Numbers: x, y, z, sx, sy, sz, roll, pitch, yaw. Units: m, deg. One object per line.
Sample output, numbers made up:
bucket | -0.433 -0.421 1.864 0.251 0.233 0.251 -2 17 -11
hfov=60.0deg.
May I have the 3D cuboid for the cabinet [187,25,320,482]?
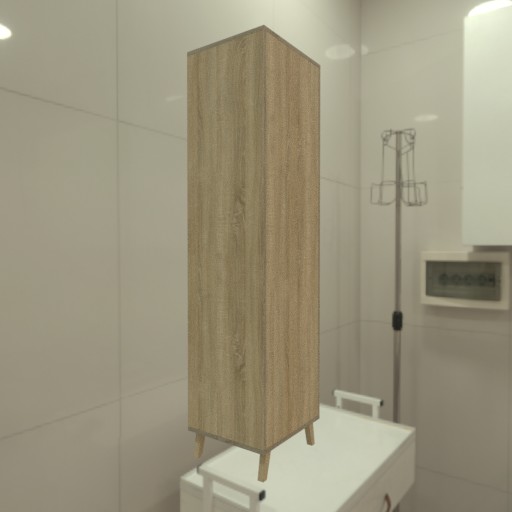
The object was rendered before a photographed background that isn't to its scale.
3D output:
cabinet | 0.000 0.000 2.222 0.450 1.960 0.510 1 1 36
